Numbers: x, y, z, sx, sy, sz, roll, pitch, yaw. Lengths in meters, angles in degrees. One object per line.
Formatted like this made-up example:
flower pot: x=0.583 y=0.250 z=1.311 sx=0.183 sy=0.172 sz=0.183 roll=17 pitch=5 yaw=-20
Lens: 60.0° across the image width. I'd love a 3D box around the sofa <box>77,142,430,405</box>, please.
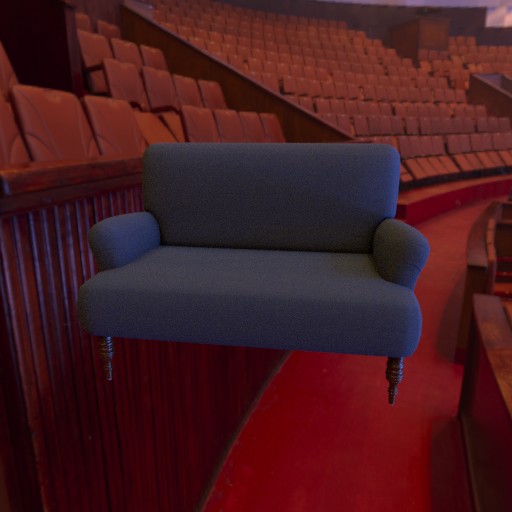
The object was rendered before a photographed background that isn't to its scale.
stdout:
sofa: x=0.000 y=0.000 z=1.838 sx=1.297 sy=0.889 sz=0.779 roll=2 pitch=16 yaw=9
